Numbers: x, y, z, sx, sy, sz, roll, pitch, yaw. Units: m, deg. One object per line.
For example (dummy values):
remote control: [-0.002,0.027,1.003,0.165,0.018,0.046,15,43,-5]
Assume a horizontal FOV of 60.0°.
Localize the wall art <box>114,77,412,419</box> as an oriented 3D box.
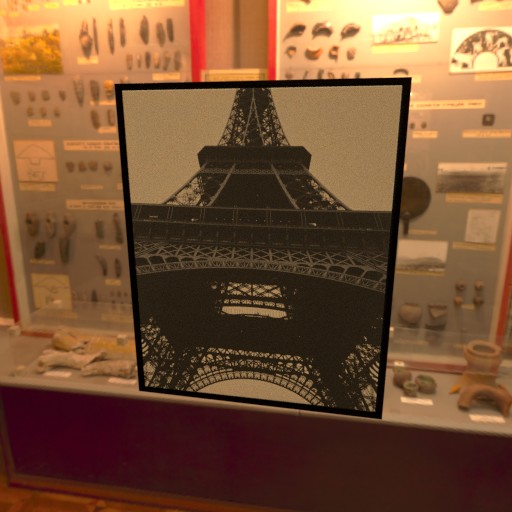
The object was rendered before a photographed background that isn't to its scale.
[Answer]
wall art: [0.000,0.000,0.752,0.451,0.553,0.039,3,16,11]
